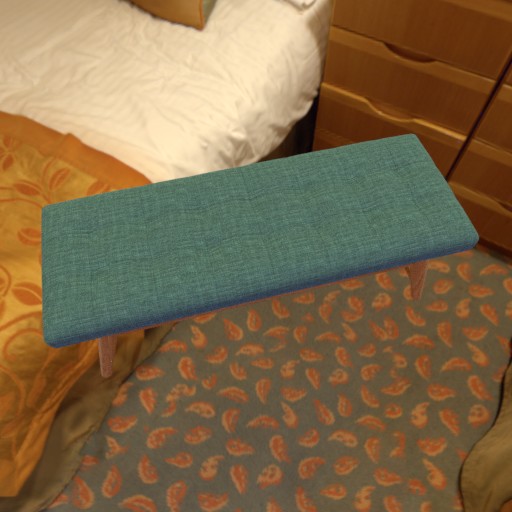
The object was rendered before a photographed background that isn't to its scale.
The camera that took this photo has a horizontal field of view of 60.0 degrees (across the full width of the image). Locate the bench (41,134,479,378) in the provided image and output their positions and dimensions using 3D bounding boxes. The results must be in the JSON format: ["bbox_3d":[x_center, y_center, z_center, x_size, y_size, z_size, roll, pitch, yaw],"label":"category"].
[{"bbox_3d":[0.000,0.000,1.334,1.118,0.432,0.406,-13,60,-8],"label":"bench"}]
